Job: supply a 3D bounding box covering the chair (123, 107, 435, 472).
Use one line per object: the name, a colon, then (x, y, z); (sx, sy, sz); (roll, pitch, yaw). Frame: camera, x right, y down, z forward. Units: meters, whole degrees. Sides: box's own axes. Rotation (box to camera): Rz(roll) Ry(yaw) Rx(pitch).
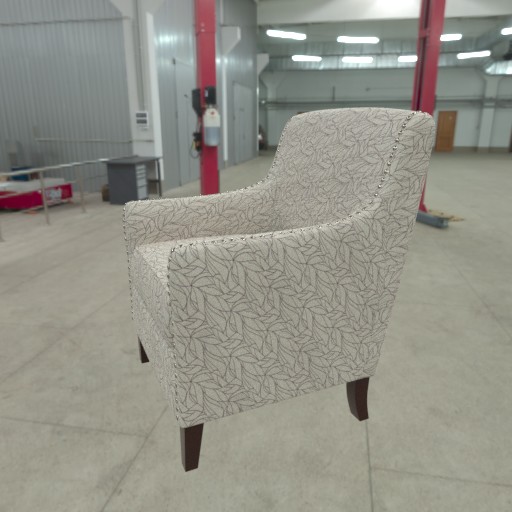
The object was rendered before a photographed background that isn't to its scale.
chair: (0.000, 0.000, 1.278); (0.651, 0.816, 0.623); (-7, 18, -23)
